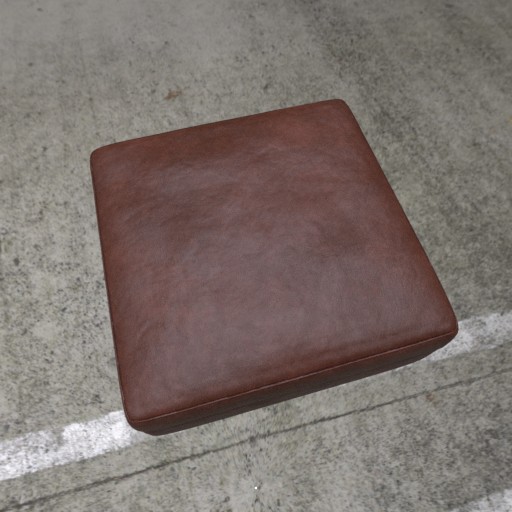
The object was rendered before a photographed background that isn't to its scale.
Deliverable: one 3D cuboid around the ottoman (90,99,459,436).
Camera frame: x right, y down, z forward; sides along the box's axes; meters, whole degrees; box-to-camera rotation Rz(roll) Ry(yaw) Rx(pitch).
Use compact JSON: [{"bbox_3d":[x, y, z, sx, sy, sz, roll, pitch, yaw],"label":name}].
[{"bbox_3d":[0.000,0.000,1.328,0.836,0.415,0.844,-14,63,-7],"label":"ottoman"}]
